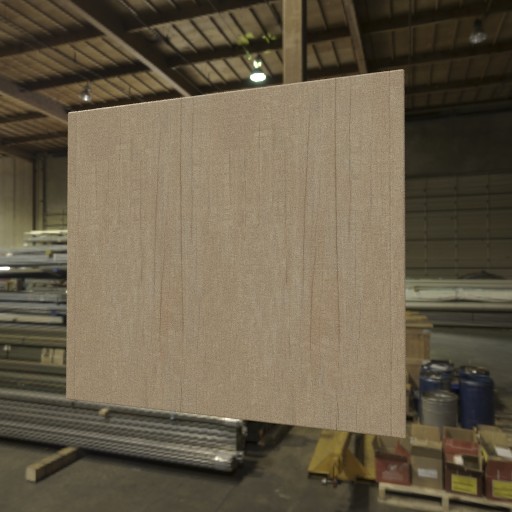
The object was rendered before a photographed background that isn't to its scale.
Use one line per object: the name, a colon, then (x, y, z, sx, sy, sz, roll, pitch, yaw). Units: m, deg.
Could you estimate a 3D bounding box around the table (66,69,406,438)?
table: (0.000, 0.000, 0.898, 0.570, 0.510, 0.420, 0, -1, 18)
